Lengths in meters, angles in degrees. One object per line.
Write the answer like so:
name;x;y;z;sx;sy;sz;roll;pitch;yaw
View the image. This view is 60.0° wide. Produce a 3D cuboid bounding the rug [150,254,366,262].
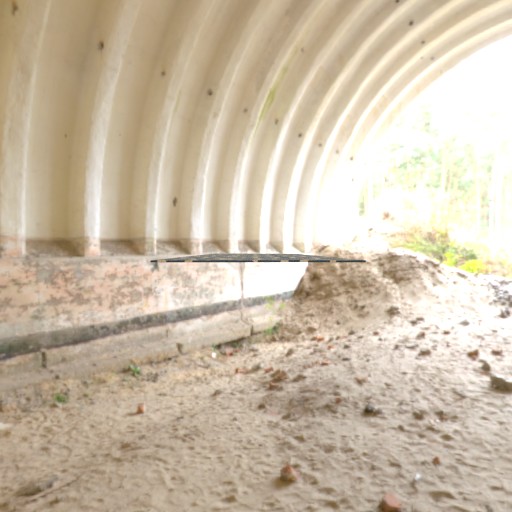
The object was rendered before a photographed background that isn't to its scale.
rug;0.000;0.000;2.554;0.685;0.006;2.296;0;1;0
